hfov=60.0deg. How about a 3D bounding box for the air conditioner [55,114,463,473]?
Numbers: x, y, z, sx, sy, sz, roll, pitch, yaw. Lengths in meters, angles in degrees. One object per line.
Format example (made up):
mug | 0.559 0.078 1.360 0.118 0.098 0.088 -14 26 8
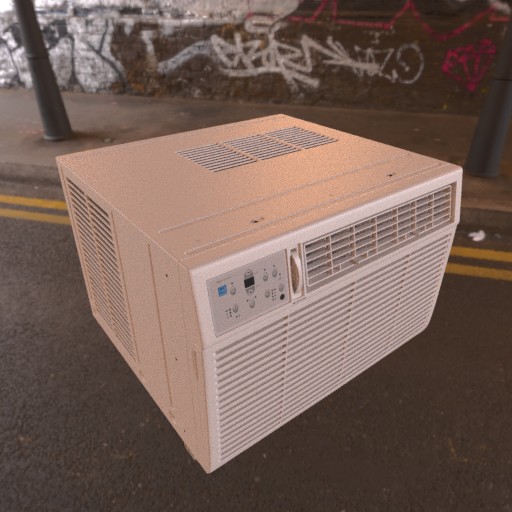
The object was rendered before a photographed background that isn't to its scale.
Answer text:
air conditioner | 0.000 0.000 1.041 0.645 0.455 0.599 -21 37 -31
